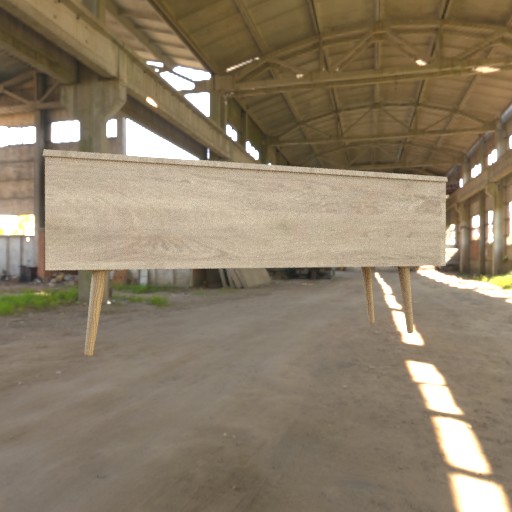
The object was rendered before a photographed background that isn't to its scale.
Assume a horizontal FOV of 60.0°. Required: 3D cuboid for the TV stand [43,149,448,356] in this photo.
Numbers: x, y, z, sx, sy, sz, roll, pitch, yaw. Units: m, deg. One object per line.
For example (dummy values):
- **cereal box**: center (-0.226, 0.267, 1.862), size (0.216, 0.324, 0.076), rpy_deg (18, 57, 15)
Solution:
- **TV stand**: center (0.000, 0.000, 1.558), size (1.313, 0.565, 0.401), rpy_deg (0, 0, -19)
